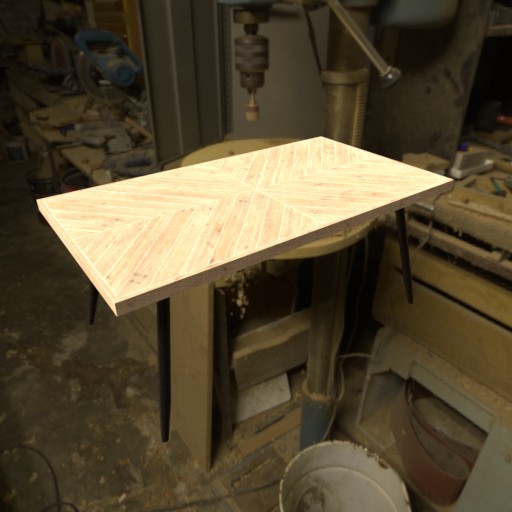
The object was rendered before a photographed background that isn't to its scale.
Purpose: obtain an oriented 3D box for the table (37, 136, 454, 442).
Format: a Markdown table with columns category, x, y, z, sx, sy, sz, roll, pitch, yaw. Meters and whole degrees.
| category | x | y | z | sx | sy | sz | roll | pitch | yaw |
| --- | --- | --- | --- | --- | --- | --- | --- | --- | --- |
| table | 0.000 | 0.000 | 2.368 | 1.803 | 0.762 | 0.991 | -20 | 36 | -30 |
